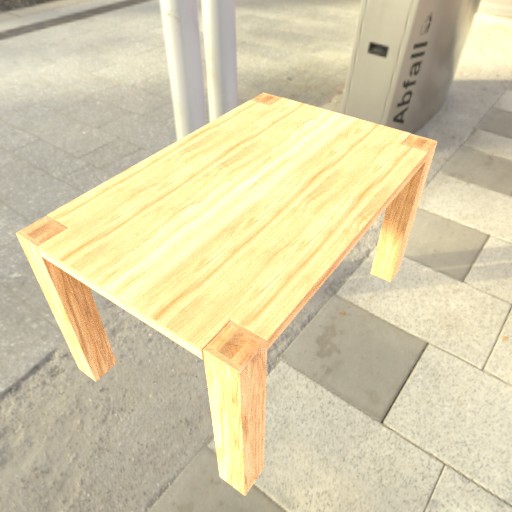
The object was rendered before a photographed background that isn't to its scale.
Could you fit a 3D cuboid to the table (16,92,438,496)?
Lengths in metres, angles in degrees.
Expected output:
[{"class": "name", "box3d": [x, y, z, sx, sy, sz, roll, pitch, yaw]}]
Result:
[{"class": "table", "box3d": [0.000, 0.000, 1.906, 0.900, 0.760, 1.400, 25, 48, 25]}]
